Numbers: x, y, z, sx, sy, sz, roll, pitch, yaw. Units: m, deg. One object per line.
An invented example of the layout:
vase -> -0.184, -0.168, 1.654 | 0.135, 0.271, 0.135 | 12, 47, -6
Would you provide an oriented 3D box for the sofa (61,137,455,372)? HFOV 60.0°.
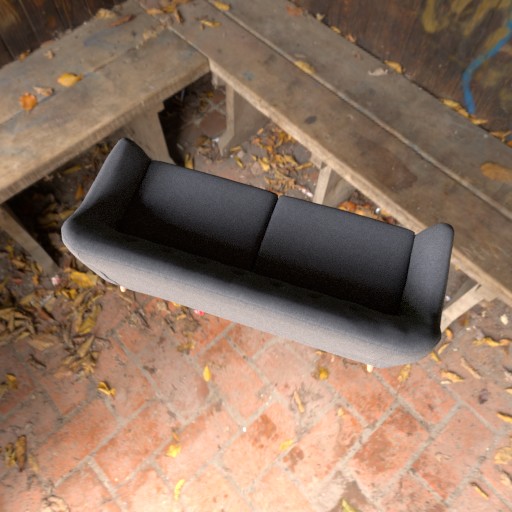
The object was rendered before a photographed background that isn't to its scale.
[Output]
sofa -> 0.000, 0.000, 2.297 | 1.840, 0.820, 0.820 | 17, 65, 8
